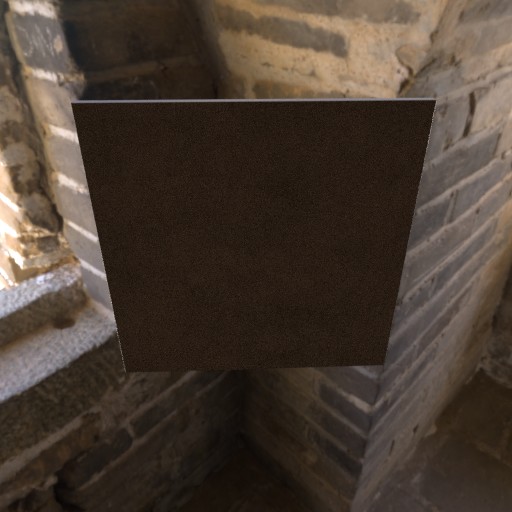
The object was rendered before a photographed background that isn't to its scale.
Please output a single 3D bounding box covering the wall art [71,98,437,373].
[{"bbox_3d":[0.000,0.000,0.978,0.664,0.661,0.020,-1,30,-2],"label":"wall art"}]
